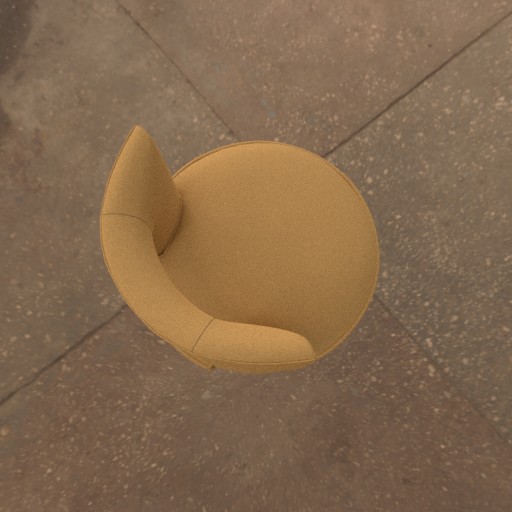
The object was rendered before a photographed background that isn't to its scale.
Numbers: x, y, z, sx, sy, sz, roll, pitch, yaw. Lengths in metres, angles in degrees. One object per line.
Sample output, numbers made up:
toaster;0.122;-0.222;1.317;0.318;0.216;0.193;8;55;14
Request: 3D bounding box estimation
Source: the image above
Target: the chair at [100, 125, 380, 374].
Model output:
chair;0.000;0.000;1.229;0.665;0.723;0.650;-36;77;-10
